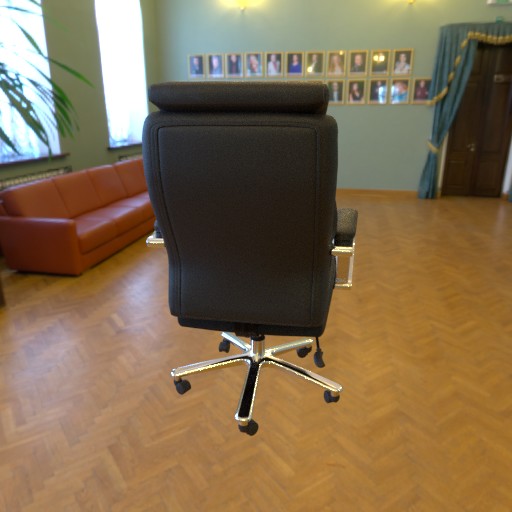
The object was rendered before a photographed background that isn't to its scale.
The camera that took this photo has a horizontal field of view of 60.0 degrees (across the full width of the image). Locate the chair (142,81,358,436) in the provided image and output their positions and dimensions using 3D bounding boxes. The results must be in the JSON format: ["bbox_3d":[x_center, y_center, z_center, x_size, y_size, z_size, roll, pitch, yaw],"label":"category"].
[{"bbox_3d":[0.000,0.000,1.666,0.755,1.183,0.790,3,18,9],"label":"chair"}]
